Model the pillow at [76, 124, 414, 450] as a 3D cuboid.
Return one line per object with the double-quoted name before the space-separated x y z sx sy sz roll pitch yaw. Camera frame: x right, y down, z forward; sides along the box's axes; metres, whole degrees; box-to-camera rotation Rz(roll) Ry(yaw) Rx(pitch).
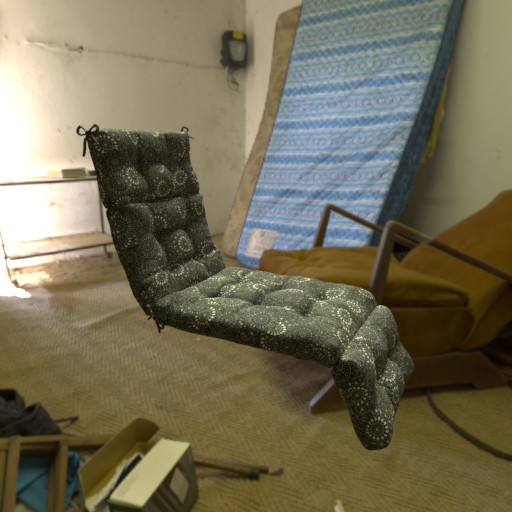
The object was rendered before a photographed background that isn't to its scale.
"pillow" 0.000 0.000 1.477 1.016 0.863 0.526 7 16 26
